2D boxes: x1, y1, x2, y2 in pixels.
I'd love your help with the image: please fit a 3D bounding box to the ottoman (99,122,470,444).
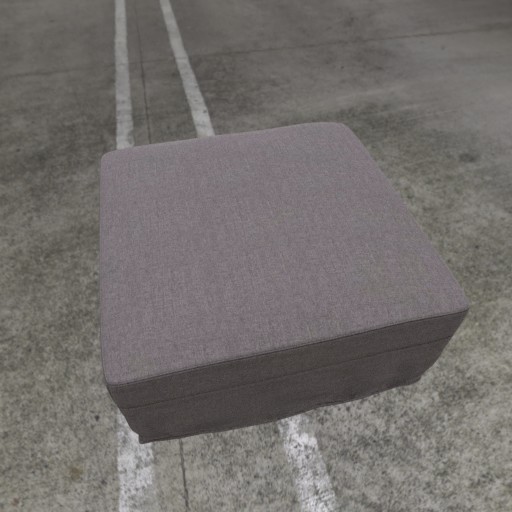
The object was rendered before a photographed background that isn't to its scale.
[{"bbox_3d":[0.000,0.000,1.325,0.843,0.436,0.840,-10,48,-9],"label":"ottoman"}]
